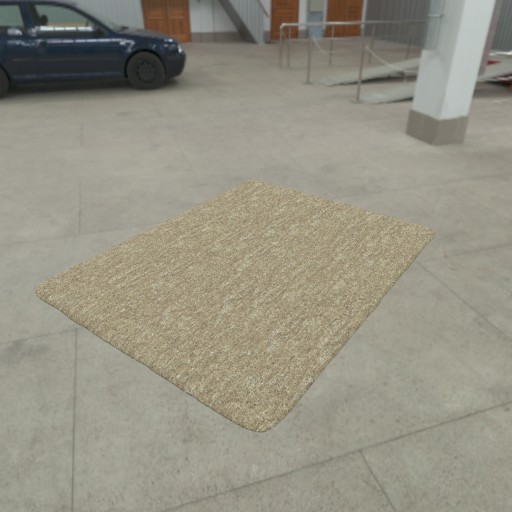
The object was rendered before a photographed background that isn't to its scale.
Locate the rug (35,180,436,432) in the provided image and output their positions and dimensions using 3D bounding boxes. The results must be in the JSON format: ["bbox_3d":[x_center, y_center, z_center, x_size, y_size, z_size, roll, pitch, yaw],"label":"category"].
[{"bbox_3d":[0.000,0.000,3.808,2.242,0.050,2.873,21,37,30],"label":"rug"}]
